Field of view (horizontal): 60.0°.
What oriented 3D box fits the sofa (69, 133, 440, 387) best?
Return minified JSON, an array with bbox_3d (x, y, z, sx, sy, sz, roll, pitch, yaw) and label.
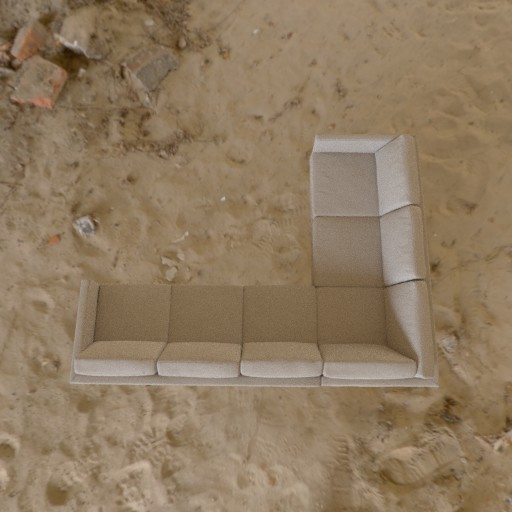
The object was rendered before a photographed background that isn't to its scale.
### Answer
[{"bbox_3d":[0.000,0.000,4.322,3.182,0.863,2.432,1,75,0],"label":"sofa"}]
